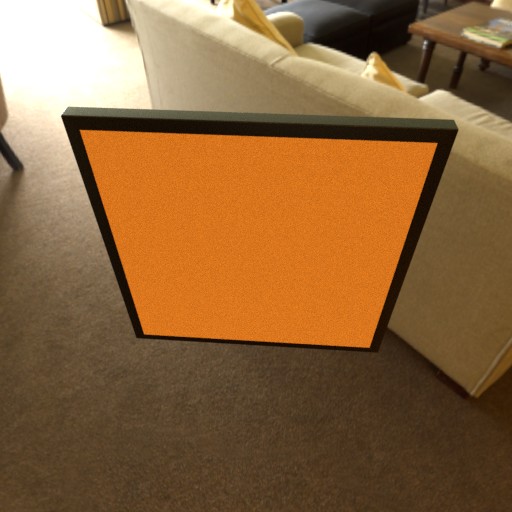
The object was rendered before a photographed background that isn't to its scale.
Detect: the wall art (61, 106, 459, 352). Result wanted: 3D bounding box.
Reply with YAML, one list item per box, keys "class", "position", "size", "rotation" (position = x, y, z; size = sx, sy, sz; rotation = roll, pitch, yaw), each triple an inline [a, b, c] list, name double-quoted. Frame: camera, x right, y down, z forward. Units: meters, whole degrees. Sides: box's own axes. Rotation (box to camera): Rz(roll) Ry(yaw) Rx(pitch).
- class: "wall art"
  position: [0.000, 0.000, 1.122]
  size: [0.755, 0.761, 0.038]
  rotation: [3, 46, 3]
